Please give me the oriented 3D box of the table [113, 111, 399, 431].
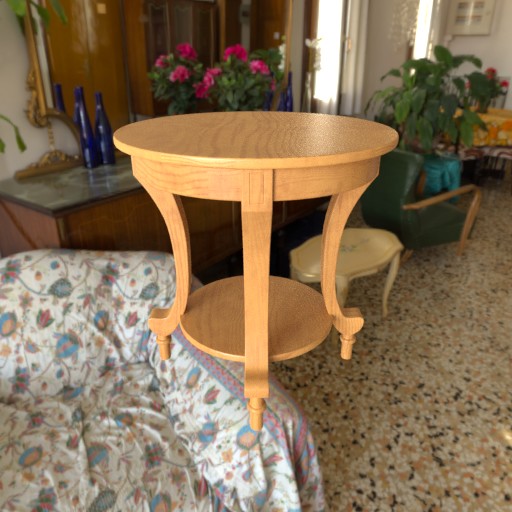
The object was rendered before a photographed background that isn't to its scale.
[{"bbox_3d":[0.000,0.000,1.092,0.597,0.612,0.597,0,25,0],"label":"table"}]
